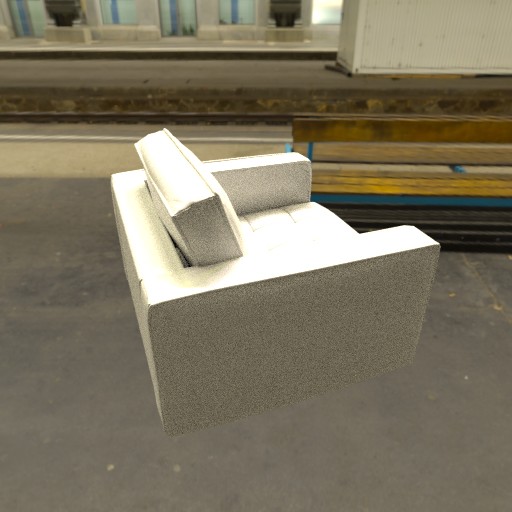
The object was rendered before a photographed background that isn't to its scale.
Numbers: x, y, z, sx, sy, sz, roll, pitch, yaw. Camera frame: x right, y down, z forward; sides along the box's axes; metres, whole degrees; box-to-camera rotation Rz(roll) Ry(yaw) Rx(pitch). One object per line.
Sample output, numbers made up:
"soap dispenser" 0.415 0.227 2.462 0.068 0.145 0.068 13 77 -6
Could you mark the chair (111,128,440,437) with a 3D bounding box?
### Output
"chair" 0.000 0.000 1.517 0.843 0.773 0.928 -11 32 -18
